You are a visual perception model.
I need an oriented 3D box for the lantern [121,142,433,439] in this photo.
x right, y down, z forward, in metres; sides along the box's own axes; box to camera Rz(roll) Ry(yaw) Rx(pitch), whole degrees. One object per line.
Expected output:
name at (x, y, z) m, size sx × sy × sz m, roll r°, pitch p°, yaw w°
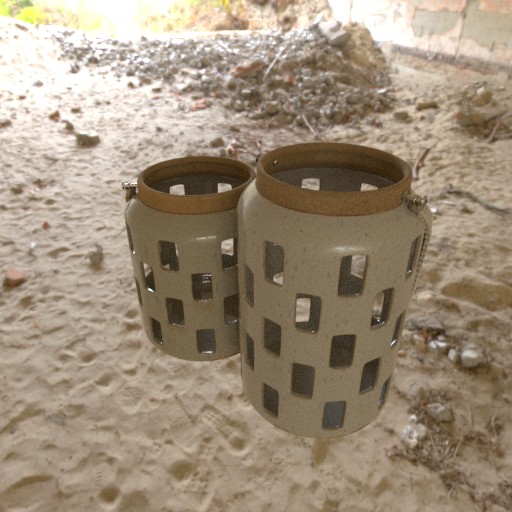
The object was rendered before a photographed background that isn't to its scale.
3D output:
lantern at (0.000, 0.000, 0.492) m, size 0.347 × 0.255 × 0.184 m, roll 23°, pitch 38°, yaw 33°
